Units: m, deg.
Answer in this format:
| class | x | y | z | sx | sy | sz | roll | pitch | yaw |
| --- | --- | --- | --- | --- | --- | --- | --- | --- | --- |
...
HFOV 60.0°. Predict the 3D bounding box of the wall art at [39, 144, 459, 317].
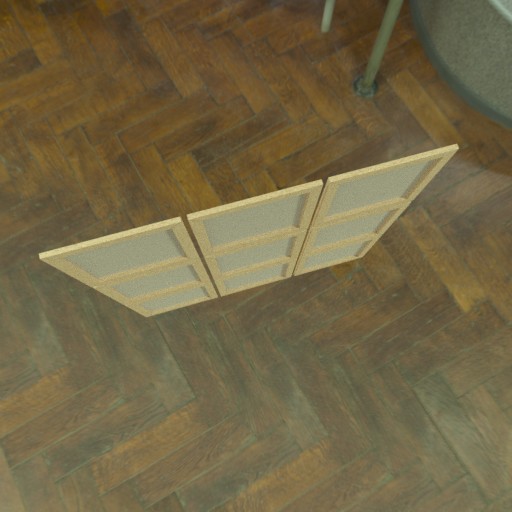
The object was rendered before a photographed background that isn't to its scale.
| class | x | y | z | sx | sy | sz | roll | pitch | yaw |
| --- | --- | --- | --- | --- | --- | --- | --- | --- | --- |
| wall art | 0.000 | 0.000 | 1.822 | 1.217 | 1.207 | 0.016 | -15 | 75 | -4 |
